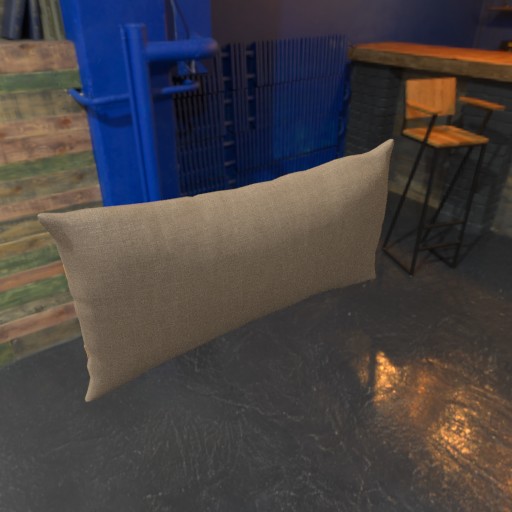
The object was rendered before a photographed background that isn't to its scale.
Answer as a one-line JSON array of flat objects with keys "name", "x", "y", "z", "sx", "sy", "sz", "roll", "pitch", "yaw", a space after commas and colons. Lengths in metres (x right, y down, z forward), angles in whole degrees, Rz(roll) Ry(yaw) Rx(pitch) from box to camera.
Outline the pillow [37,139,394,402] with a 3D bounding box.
[{"name": "pillow", "x": 0.000, "y": 0.000, "z": 0.731, "sx": 0.612, "sy": 0.308, "sz": 0.148, "roll": -19, "pitch": 35, "yaw": -29}]
